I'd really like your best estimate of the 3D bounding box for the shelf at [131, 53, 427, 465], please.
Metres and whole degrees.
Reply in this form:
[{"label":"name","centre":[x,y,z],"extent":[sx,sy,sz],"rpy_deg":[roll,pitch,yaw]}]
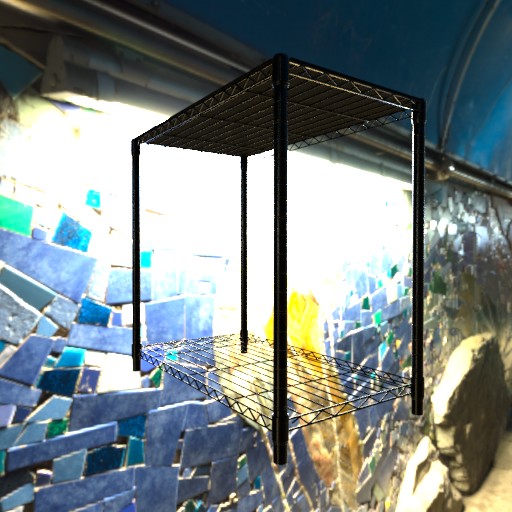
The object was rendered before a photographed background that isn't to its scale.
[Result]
[{"label":"shelf","centre":[0.000,0.000,0.935],"extent":[0.338,0.564,0.589],"rpy_deg":[-1,1,-35]}]
